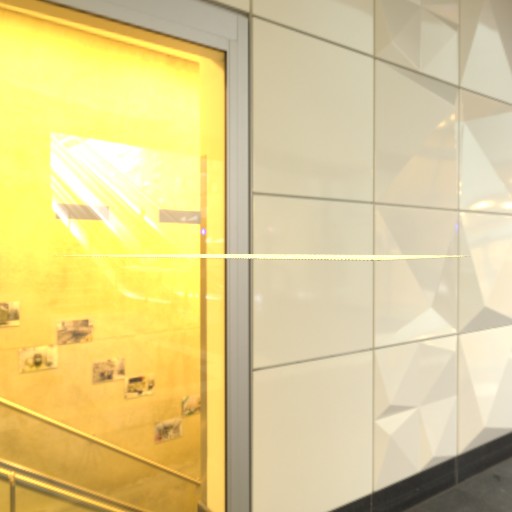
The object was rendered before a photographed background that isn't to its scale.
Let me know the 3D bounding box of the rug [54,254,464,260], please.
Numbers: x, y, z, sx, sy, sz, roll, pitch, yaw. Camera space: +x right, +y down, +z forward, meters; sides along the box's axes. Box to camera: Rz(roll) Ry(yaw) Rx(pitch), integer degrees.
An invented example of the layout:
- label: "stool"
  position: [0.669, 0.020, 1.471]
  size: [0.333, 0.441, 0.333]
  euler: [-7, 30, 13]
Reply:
- label: "rug"
  position: [0.000, 0.000, 2.321]
  size: [1.835, 0.003, 1.206]
  euler: [1, 1, 37]
